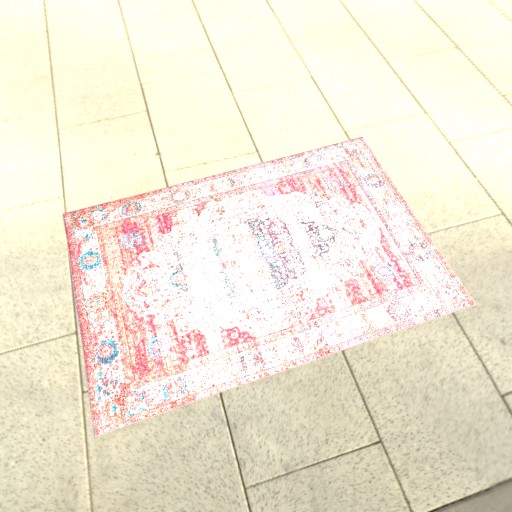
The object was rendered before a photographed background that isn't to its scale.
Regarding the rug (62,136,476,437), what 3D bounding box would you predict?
[{"bbox_3d":[0.000,0.000,2.284,1.829,0.006,1.219,-16,59,-10],"label":"rug"}]
